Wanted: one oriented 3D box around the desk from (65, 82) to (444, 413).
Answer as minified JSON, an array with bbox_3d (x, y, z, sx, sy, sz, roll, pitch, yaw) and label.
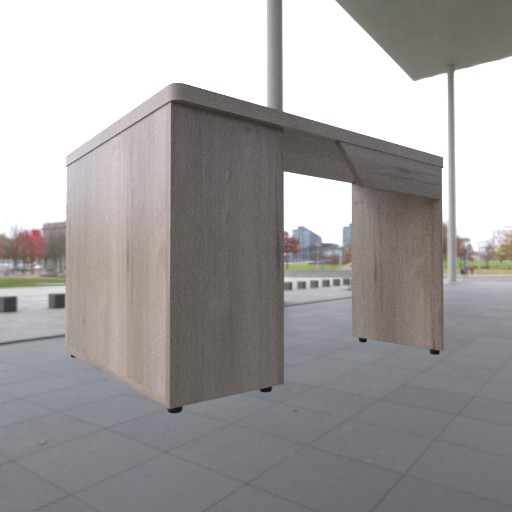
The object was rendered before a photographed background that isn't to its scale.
[{"bbox_3d":[0.000,0.000,1.702,1.169,0.760,0.900,1,-2,-38],"label":"desk"}]
